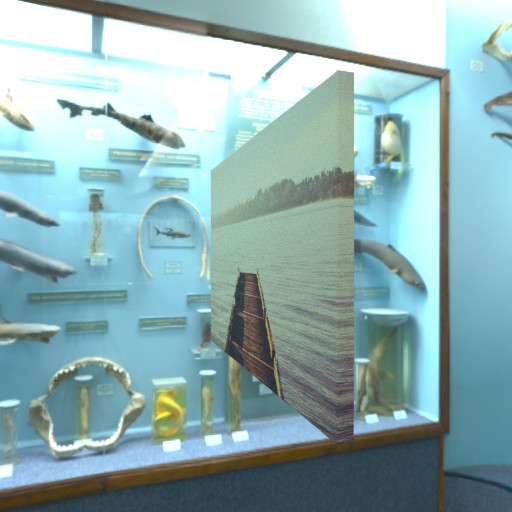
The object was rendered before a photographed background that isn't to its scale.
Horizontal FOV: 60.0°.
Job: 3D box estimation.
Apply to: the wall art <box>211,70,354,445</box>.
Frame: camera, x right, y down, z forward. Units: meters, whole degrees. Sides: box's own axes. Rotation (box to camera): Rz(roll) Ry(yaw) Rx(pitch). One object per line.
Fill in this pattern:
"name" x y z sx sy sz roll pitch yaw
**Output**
"wall art" 0.000 0.000 1.450 0.040 0.765 1.149 0 0 -19
